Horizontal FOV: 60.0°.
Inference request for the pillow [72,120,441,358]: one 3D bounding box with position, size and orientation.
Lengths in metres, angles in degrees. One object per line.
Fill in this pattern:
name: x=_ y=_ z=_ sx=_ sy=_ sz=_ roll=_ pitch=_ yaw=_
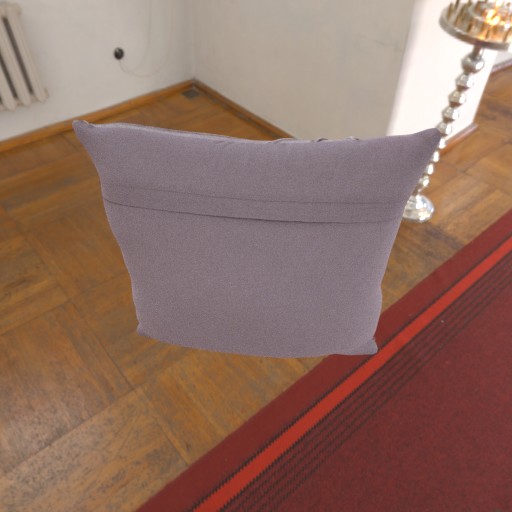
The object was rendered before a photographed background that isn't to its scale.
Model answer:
pillow: x=0.000 y=0.000 z=0.664 sx=0.439 sy=0.440 sz=0.185 roll=3 pitch=45 yaw=3
